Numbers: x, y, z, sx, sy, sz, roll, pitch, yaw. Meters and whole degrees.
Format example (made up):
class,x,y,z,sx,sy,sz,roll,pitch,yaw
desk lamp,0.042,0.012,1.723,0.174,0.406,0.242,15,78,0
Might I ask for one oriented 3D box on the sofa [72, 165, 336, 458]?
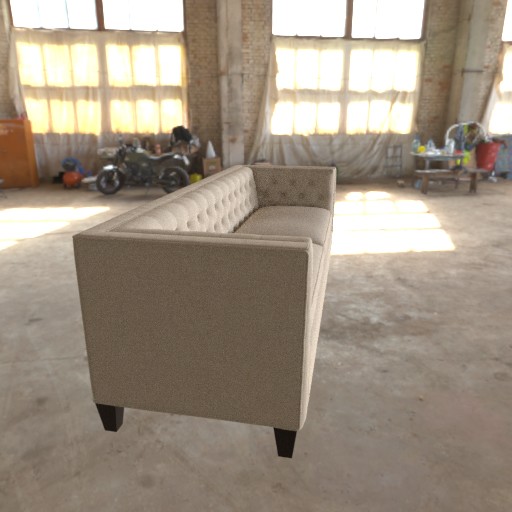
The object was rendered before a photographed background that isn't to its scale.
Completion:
class,x,y,z,sx,sy,sz,roll,pitch,yaw
sofa,0.000,0.000,2.457,0.775,0.762,2.159,4,18,11
